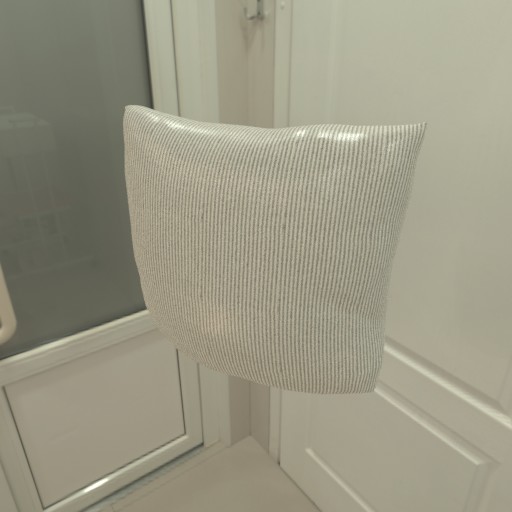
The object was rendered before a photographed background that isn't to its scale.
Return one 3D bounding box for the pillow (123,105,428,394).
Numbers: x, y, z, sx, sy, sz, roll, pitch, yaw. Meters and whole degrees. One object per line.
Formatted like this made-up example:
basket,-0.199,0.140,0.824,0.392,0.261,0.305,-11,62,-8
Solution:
pillow,0.000,0.000,0.698,0.310,0.432,0.387,-18,31,-32
